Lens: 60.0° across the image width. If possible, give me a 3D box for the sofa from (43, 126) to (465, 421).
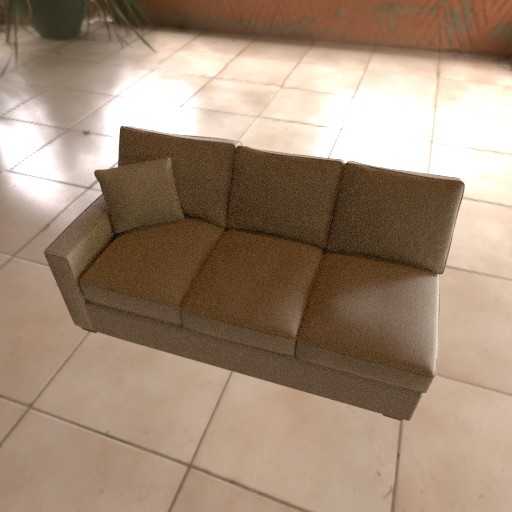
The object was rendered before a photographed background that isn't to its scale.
[{"bbox_3d":[0.000,0.000,2.459,1.962,0.946,1.034,12,43,13],"label":"sofa"}]
